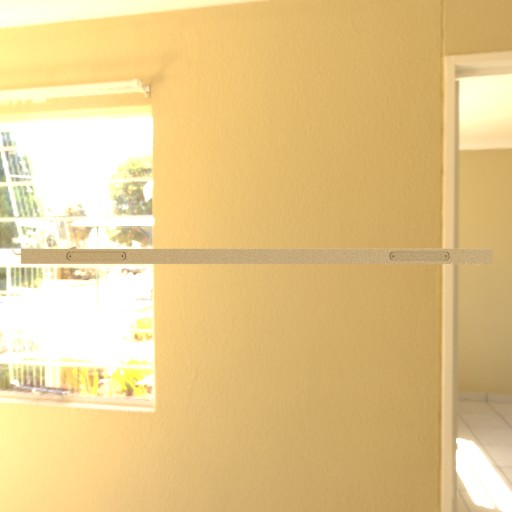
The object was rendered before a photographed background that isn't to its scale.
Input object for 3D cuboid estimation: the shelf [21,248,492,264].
[{"bbox_3d":[0.000,0.000,0.642,0.610,0.020,0.140,0,0,0],"label":"shelf"}]
